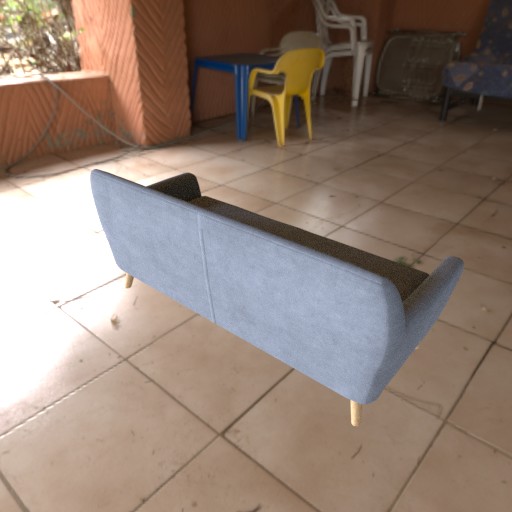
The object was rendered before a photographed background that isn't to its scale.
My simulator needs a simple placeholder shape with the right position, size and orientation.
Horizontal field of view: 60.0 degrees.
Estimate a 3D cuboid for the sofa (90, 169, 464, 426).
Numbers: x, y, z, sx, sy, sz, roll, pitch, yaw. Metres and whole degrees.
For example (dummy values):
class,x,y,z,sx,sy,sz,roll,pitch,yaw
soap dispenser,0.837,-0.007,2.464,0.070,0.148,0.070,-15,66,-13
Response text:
class,x,y,z,sx,sy,sz,roll,pitch,yaw
sofa,0.000,0.000,2.475,1.970,0.830,0.830,23,37,34
